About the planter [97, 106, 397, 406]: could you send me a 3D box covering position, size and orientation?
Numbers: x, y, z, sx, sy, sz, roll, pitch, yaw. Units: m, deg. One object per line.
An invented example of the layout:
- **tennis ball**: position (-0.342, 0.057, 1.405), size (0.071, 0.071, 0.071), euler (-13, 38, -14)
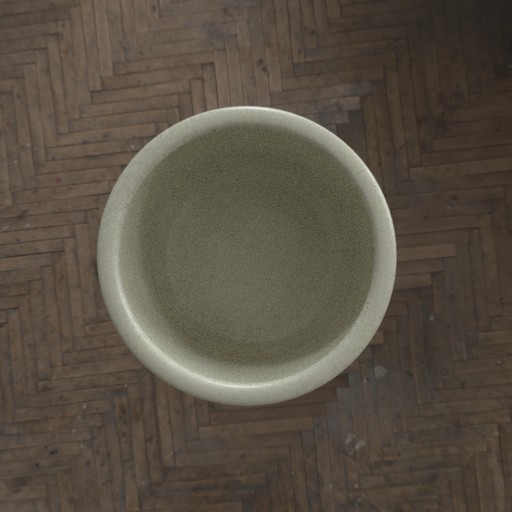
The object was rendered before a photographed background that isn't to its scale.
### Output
- **planter**: position (0.000, 0.000, 0.714), size (0.333, 0.483, 0.324), euler (0, 90, 2)
